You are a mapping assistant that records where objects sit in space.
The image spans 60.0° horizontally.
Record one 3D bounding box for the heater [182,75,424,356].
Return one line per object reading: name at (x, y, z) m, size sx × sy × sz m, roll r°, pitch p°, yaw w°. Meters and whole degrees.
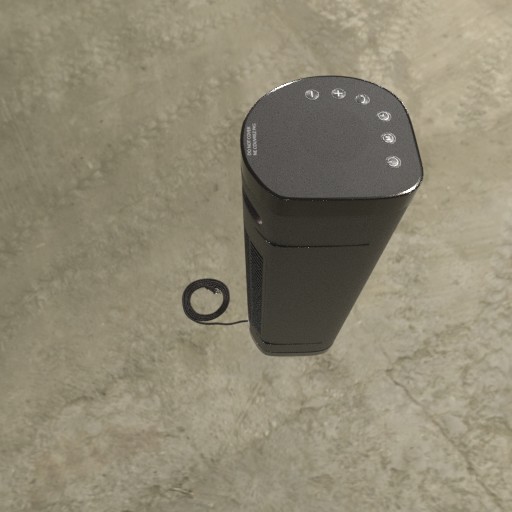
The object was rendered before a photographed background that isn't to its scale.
heater at (0.000, 0.000, 0.681) m, size 0.312 × 0.552 × 0.174 m, roll -1°, pitch 63°, yaw -1°
